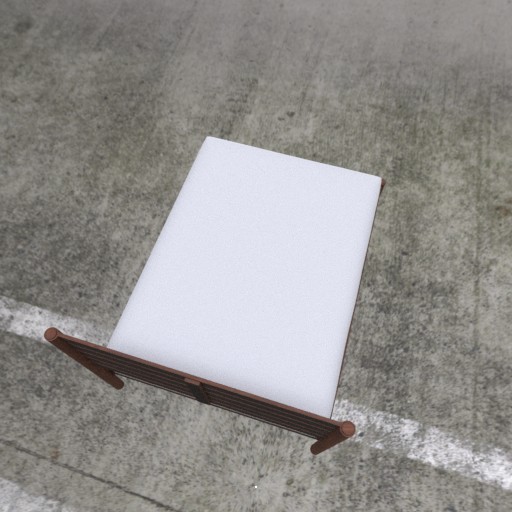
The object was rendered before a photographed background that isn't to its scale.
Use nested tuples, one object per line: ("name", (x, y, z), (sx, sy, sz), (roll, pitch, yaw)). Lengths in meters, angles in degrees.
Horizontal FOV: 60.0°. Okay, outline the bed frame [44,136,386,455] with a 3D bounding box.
("bed frame", (0.000, 0.000, 3.266), (1.655, 1.321, 2.234), (15, 64, 8))
